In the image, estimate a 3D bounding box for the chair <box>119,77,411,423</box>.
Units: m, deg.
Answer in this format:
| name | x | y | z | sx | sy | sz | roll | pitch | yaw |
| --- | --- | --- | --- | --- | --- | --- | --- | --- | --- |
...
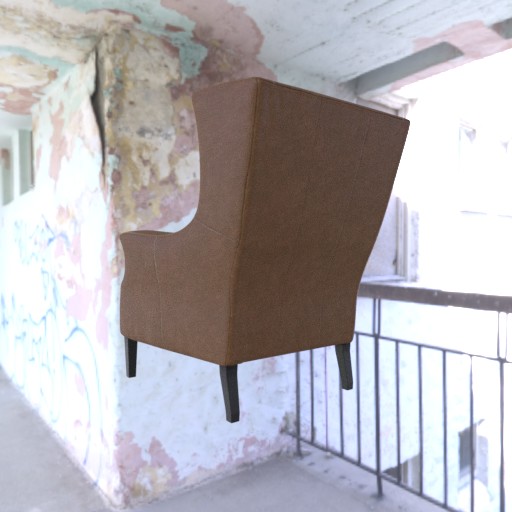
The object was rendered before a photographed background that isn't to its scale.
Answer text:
| name | x | y | z | sx | sy | sz | roll | pitch | yaw |
| --- | --- | --- | --- | --- | --- | --- | --- | --- | --- |
| chair | 0.000 | 0.000 | 1.717 | 0.852 | 1.016 | 0.925 | -1 | 2 | -36 |
